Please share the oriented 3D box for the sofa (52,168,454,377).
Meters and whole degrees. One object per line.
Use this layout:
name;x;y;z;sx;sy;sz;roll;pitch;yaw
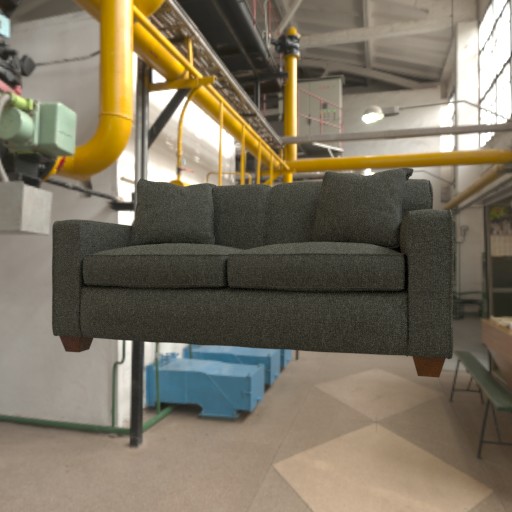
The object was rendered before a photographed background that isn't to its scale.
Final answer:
sofa;0.000;0.000;2.371;1.846;0.958;0.998;0;0;16
